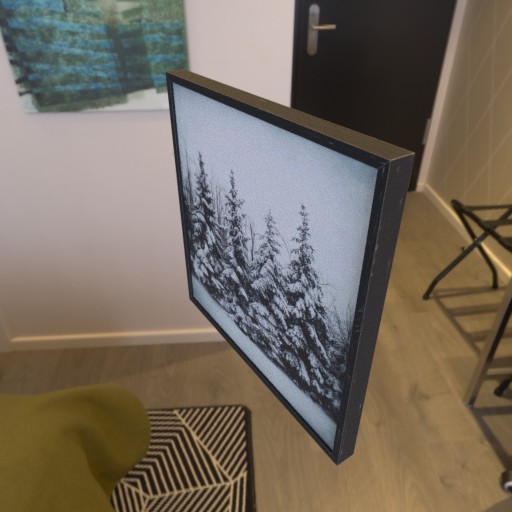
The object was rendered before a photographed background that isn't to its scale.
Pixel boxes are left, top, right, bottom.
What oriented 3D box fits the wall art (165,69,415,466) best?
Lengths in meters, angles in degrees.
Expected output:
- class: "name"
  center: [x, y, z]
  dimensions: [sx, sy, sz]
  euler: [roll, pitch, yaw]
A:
- class: "wall art"
  center: [0.000, 0.000, 0.743]
  dimensions: [0.036, 0.506, 0.506]
  euler: [-21, 39, -28]
